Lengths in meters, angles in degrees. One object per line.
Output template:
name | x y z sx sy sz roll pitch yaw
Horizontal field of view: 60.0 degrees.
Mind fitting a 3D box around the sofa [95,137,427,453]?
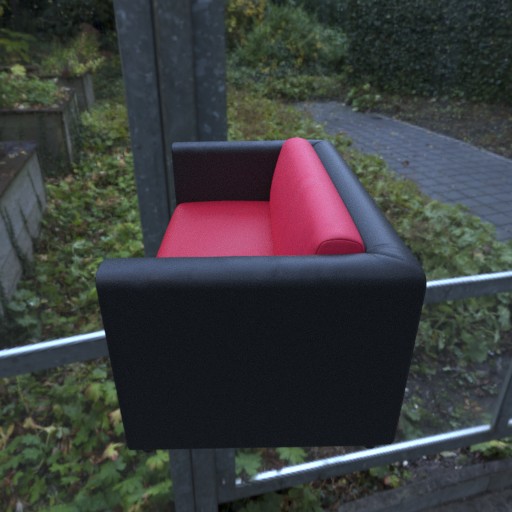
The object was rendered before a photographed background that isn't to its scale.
sofa | 0.000 0.000 1.851 0.845 0.735 1.410 -1 28 -1
